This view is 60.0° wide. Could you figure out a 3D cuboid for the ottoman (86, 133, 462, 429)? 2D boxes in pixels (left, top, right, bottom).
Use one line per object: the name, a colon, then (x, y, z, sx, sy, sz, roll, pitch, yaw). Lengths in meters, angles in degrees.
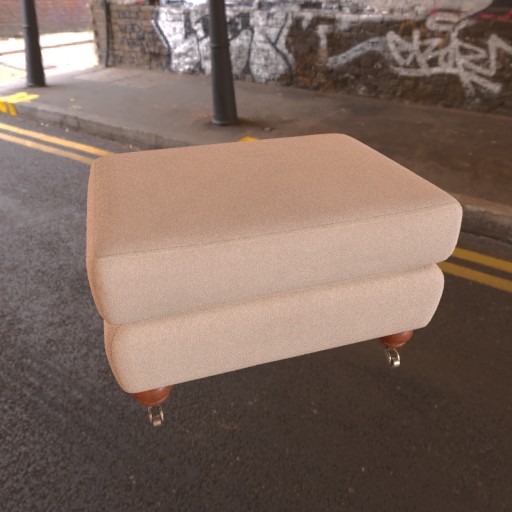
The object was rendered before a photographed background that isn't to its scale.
ottoman: (0.000, 0.000, 1.147, 0.773, 0.499, 0.569, -9, 33, -15)
